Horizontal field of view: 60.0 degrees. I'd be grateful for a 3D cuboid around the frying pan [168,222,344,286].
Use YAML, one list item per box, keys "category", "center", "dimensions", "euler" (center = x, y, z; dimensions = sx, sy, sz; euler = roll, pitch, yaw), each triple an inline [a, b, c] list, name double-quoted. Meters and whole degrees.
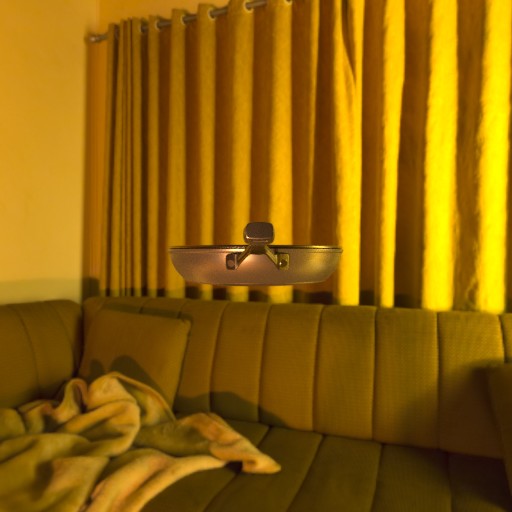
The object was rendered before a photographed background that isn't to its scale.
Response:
- category: "frying pan"
  center: [0.000, 0.000, 0.591]
  dimensions: [0.272, 0.086, 0.490]
  euler: [0, 0, 0]
